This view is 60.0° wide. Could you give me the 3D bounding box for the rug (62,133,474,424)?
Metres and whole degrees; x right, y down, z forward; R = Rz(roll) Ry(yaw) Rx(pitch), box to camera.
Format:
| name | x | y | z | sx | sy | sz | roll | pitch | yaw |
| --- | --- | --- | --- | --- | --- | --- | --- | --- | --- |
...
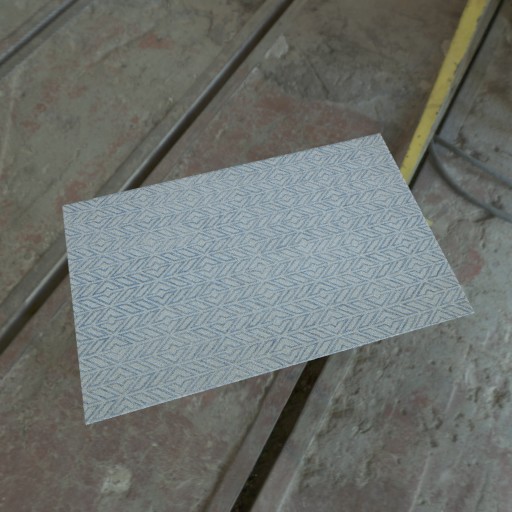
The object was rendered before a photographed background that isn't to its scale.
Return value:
| name | x | y | z | sx | sy | sz | roll | pitch | yaw |
| --- | --- | --- | --- | --- | --- | --- | --- | --- | --- |
| rug | 0.000 | 0.000 | 2.984 | 2.441 | 0.008 | 1.526 | -14 | 65 | -7 |
